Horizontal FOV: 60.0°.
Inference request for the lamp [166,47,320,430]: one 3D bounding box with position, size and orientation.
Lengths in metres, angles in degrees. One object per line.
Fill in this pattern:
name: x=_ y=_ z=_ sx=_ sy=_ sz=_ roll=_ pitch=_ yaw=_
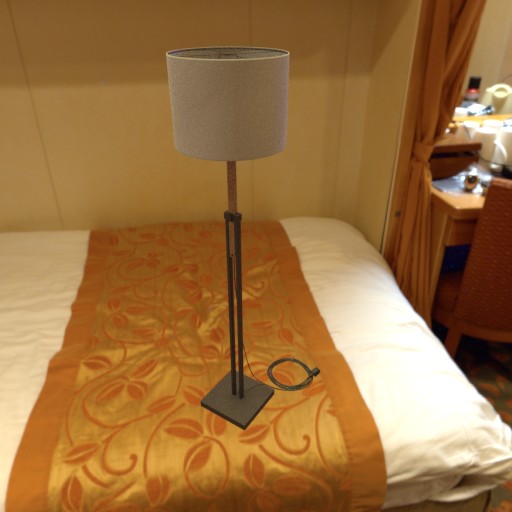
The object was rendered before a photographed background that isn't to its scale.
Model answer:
lamp: x=0.000 y=0.000 z=1.951 sx=0.474 sy=1.650 sz=0.639 roll=18 pitch=35 yaw=29
